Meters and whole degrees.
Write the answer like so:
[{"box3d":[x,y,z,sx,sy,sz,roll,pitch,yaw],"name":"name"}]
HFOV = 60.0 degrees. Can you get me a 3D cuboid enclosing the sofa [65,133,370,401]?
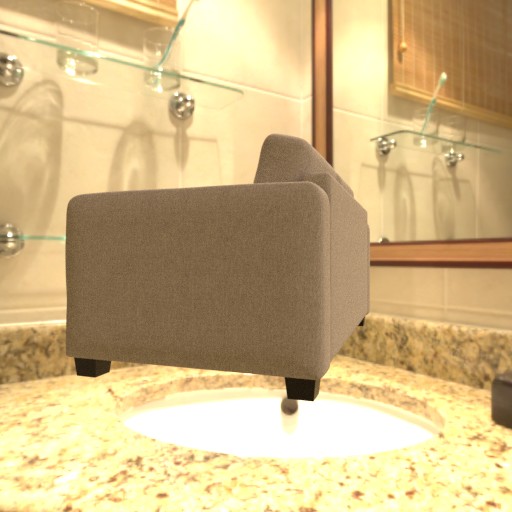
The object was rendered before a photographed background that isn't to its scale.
[{"box3d":[0.000,0.000,2.038,0.900,0.800,1.540,0,0,19],"name":"sofa"}]
